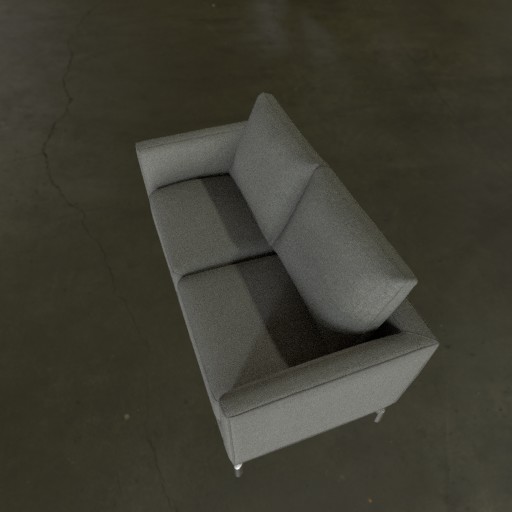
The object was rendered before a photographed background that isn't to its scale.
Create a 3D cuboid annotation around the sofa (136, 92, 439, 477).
[{"bbox_3d":[0.000,0.000,2.110,0.803,0.924,1.594,-15,50,-13],"label":"sofa"}]
